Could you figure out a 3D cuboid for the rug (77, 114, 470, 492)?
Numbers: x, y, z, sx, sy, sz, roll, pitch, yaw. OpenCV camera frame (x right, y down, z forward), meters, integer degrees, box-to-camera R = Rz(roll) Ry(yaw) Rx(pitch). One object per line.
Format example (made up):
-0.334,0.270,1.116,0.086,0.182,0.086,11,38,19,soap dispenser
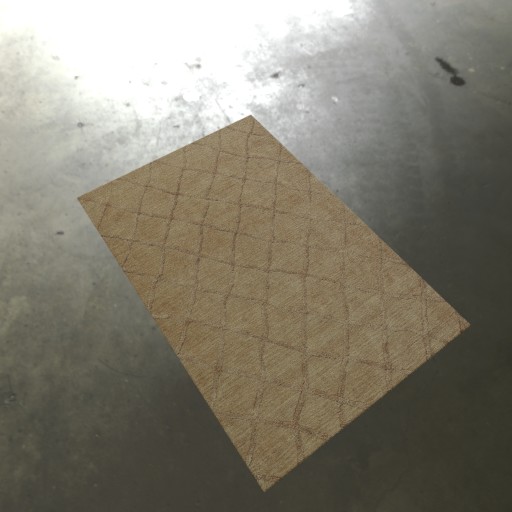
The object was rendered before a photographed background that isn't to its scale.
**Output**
0.000,0.000,2.918,1.528,0.014,2.292,-31,63,-18,rug
